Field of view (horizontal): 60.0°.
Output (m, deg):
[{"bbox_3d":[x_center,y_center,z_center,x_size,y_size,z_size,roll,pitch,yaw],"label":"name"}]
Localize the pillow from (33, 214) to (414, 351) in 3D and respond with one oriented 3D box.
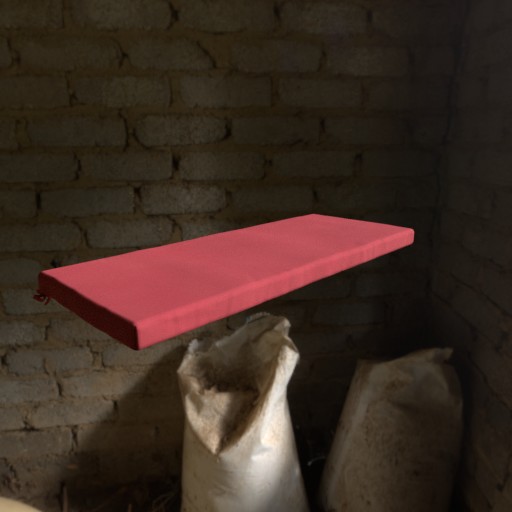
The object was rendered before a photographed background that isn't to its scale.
[{"bbox_3d":[0.000,0.000,1.359,0.492,0.081,1.187,15,21,42],"label":"pillow"}]
